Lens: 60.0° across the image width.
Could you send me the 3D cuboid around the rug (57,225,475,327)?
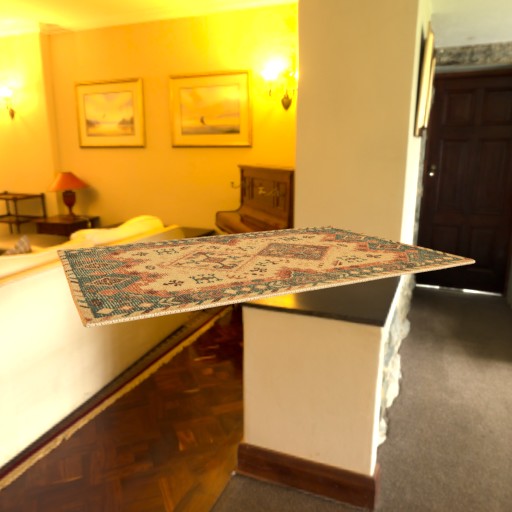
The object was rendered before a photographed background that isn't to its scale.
[{"bbox_3d":[0.000,0.000,2.314,1.840,0.015,1.225,-7,15,-27],"label":"rug"}]
